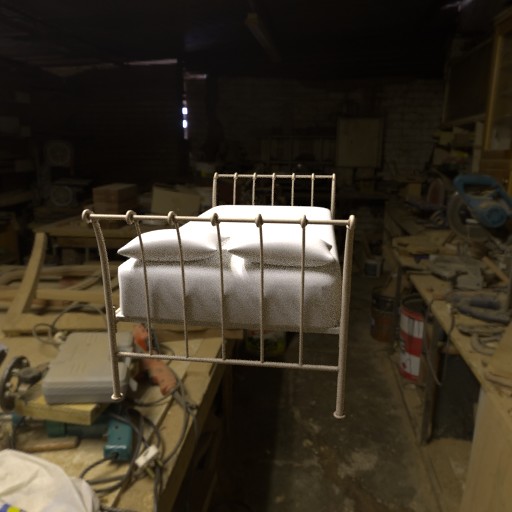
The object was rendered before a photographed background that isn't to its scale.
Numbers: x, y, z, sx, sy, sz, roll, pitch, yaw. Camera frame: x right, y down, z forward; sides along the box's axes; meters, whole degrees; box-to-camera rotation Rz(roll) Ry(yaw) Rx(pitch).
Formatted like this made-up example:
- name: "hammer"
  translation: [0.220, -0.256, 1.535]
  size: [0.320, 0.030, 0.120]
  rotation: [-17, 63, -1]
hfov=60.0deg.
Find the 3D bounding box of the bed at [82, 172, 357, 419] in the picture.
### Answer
- name: "bed"
  translation: [0.000, 0.000, 2.749]
  size: [1.032, 0.873, 2.228]
  rotation: [2, 14, 8]
